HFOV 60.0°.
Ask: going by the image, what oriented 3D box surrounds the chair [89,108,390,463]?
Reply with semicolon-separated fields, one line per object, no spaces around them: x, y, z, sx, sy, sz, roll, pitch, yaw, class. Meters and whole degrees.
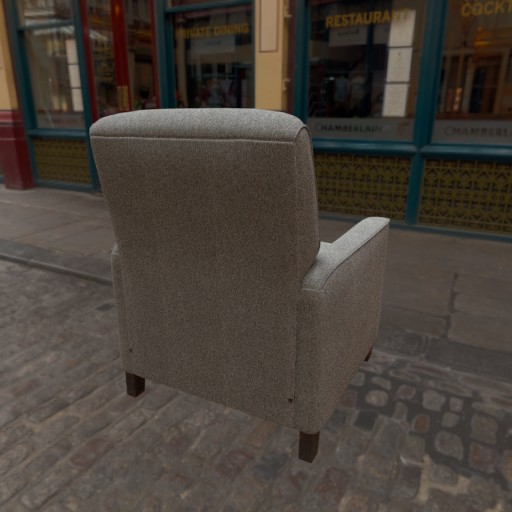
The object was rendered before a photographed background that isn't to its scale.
0.000;0.000;1.648;0.841;1.028;0.858;9;19;26;chair
